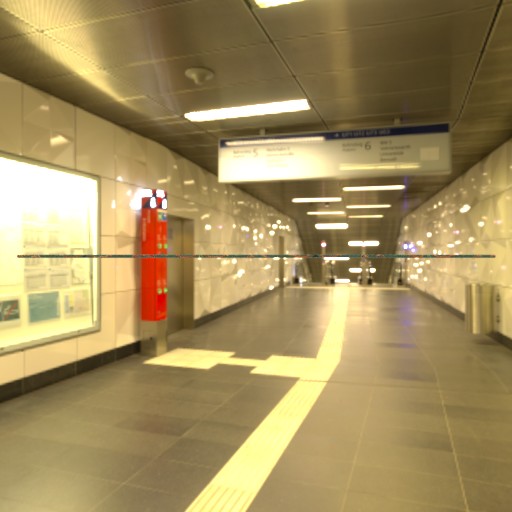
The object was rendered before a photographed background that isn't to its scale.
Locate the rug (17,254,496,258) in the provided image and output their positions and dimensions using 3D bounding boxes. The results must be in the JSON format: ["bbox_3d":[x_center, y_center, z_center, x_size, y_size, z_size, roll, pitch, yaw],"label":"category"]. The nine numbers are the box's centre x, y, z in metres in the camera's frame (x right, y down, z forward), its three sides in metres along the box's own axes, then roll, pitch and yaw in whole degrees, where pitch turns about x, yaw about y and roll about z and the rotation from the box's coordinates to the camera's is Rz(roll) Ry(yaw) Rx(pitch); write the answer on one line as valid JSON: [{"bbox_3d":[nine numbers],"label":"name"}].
[{"bbox_3d":[0.000,0.000,2.874,2.290,0.016,1.527,0,0,-1],"label":"rug"}]
